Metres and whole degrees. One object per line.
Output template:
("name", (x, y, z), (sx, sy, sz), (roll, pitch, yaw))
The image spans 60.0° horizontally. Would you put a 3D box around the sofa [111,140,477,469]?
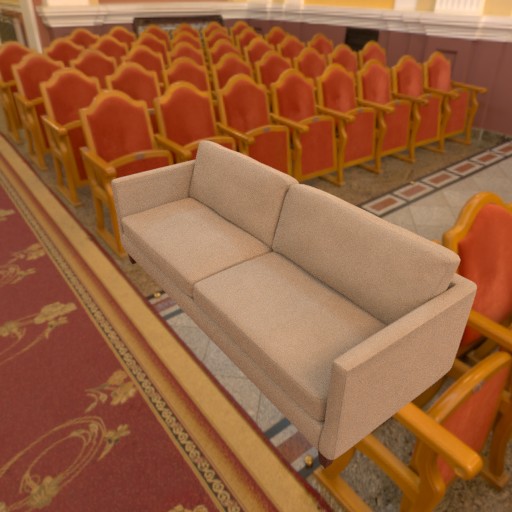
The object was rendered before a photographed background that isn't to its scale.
("sofa", (0.000, 0.000, 2.859), (0.988, 0.912, 2.404), (-22, 38, -31))
